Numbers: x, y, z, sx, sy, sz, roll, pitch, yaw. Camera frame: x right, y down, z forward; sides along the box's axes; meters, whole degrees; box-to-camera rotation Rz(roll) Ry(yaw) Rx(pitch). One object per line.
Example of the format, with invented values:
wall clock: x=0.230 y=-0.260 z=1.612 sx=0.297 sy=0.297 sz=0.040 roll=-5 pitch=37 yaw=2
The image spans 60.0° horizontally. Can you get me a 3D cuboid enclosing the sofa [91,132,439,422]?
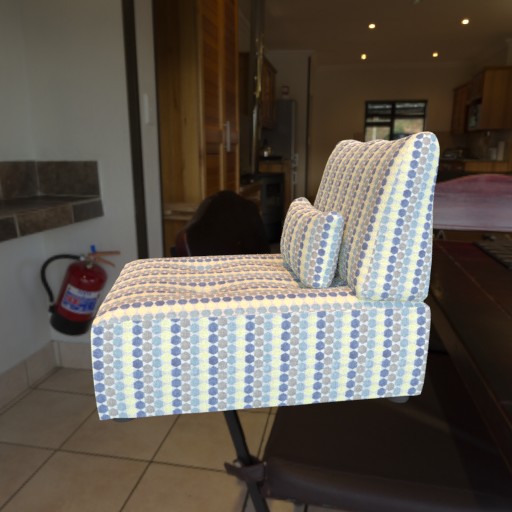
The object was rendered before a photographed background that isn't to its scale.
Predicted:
sofa: x=0.000 y=0.000 z=1.563 sx=1.000 sy=0.820 sz=0.700 roll=-2 pitch=13 yaw=-8
